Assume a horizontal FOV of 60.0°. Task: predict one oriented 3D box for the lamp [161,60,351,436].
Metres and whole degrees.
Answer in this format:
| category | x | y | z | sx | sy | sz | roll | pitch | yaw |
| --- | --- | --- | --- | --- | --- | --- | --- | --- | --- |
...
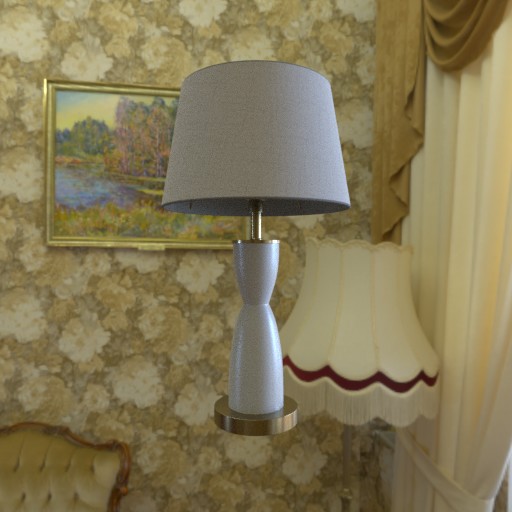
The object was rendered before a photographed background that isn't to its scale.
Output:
| category | x | y | z | sx | sy | sz | roll | pitch | yaw |
| --- | --- | --- | --- | --- | --- | --- | --- | --- | --- |
| lamp | 0.000 | 0.000 | 0.738 | 0.309 | 0.545 | 0.309 | 0 | 1 | 0 |
